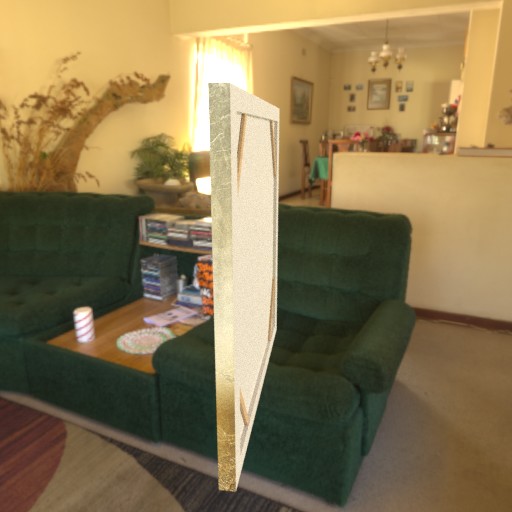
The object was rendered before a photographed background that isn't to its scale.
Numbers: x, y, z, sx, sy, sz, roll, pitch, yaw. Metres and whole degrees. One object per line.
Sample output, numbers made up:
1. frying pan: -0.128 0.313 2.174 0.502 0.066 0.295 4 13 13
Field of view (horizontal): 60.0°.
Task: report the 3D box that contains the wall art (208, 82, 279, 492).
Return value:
1. wall art: 0.000 0.000 1.639 0.051 1.091 1.092 2 16 8
